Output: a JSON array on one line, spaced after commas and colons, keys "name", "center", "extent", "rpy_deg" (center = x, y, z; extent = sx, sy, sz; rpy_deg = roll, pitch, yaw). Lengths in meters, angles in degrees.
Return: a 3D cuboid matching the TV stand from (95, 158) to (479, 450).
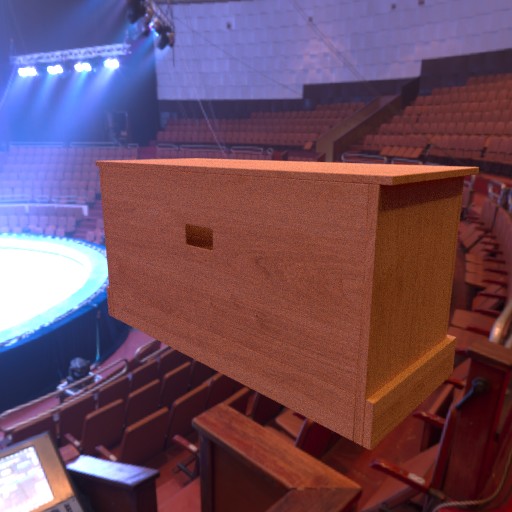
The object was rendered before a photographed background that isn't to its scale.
[{"name": "TV stand", "center": [0.000, 0.000, 1.345], "extent": [1.080, 0.550, 0.440], "rpy_deg": [13, 19, 42]}]
